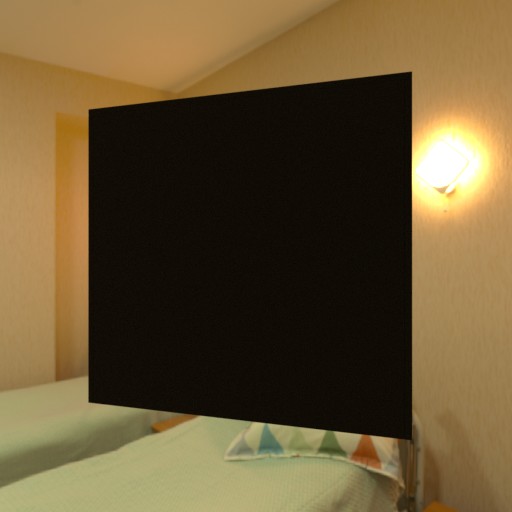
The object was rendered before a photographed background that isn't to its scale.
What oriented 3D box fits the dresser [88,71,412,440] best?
[{"bbox_3d":[0.000,0.000,1.147,0.750,0.720,0.360,0,0,17],"label":"dresser"}]
